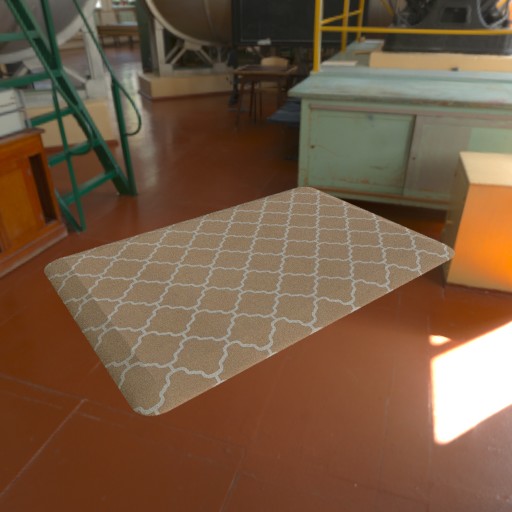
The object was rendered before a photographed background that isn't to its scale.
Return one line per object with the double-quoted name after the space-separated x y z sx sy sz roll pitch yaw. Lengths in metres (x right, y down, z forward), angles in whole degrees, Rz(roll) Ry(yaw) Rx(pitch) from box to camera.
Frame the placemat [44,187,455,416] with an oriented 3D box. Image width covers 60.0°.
0.000 0.000 0.957 0.762 0.021 0.508 -21 36 -31 "placemat"
